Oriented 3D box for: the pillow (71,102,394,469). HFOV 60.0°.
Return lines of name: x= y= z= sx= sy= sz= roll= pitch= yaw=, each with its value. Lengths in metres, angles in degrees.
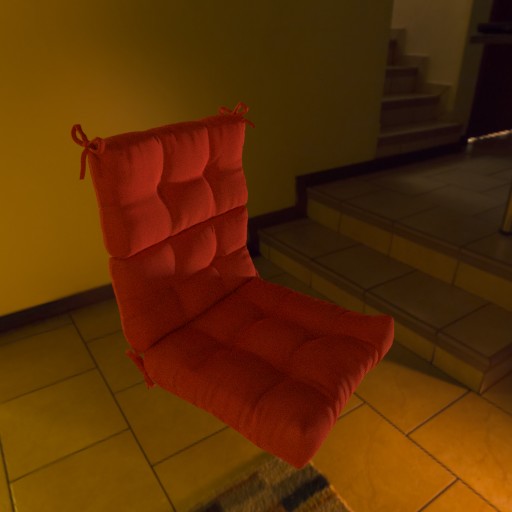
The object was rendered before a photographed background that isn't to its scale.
pillow: x=0.000 y=0.000 z=1.021 sx=0.571 sy=0.605 sz=0.519 roll=18 pitch=31 yaw=32
